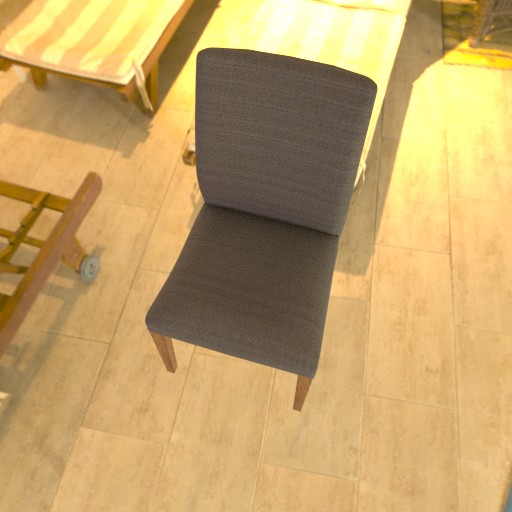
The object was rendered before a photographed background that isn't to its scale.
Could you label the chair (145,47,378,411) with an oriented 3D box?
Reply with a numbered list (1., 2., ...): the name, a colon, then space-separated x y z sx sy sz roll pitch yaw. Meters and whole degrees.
1. chair: 0.000 0.000 1.300 0.496 0.940 0.585 14 61 8
